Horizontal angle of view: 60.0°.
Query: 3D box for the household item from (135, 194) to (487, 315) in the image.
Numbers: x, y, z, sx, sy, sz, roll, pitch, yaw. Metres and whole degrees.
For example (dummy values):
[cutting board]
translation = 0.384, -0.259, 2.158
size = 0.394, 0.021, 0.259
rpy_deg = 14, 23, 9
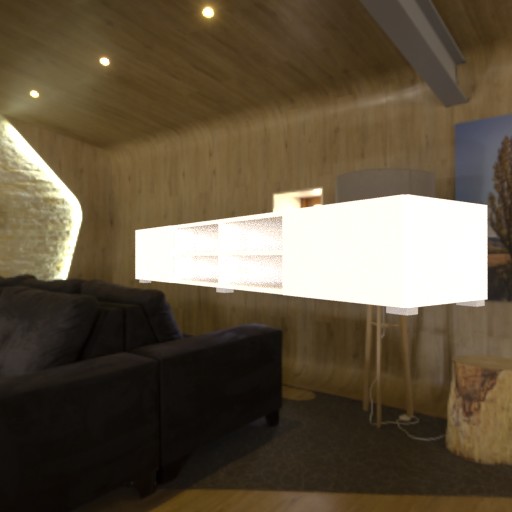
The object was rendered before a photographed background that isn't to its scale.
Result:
[household item]
translation = 0.000, 0.000, 1.991
size = 0.420, 0.310, 1.850
rpy_deg = 0, 0, -36
